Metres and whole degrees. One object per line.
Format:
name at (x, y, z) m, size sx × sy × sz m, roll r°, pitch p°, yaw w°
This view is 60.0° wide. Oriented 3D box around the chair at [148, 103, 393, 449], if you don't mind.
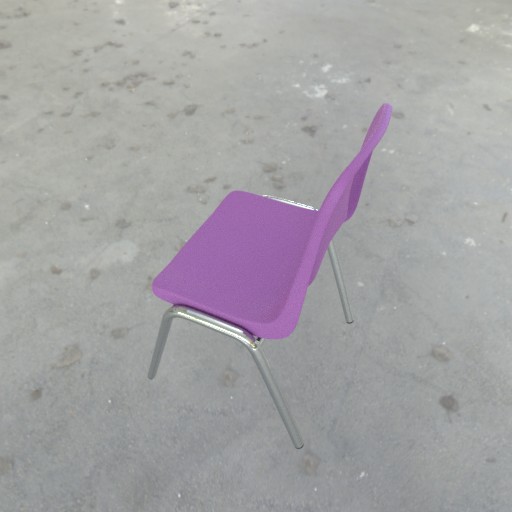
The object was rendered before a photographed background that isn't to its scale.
chair at (0.000, 0.000, 0.675) m, size 0.301 × 0.493 × 0.291 m, roll 19°, pitch 48°, yaw 18°
